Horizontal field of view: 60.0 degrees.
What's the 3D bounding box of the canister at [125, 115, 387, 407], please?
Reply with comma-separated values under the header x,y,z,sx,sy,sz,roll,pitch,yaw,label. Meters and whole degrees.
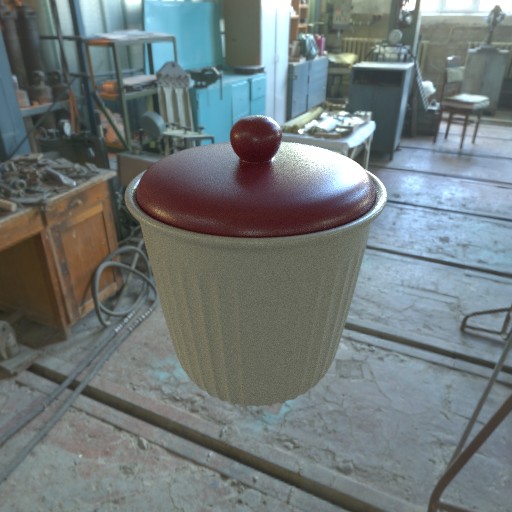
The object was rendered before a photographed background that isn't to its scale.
x,y,z,sx,sy,sz,roll,pitch,yaw,label
0.000,0.000,0.343,0.181,0.211,0.181,0,29,0,canister
